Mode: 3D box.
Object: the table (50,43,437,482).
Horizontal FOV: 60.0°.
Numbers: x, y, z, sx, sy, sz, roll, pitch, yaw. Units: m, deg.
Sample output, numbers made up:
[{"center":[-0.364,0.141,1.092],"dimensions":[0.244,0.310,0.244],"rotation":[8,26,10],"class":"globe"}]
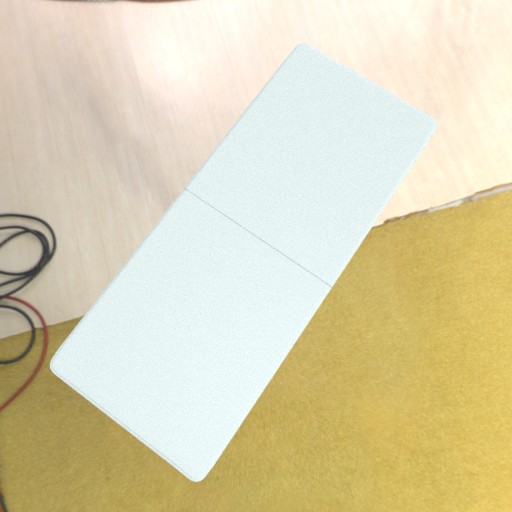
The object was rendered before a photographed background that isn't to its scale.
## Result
[{"center":[0.000,0.000,2.217],"dimensions":[0.761,0.719,1.829],"rotation":[34,79,8],"class":"table"}]
